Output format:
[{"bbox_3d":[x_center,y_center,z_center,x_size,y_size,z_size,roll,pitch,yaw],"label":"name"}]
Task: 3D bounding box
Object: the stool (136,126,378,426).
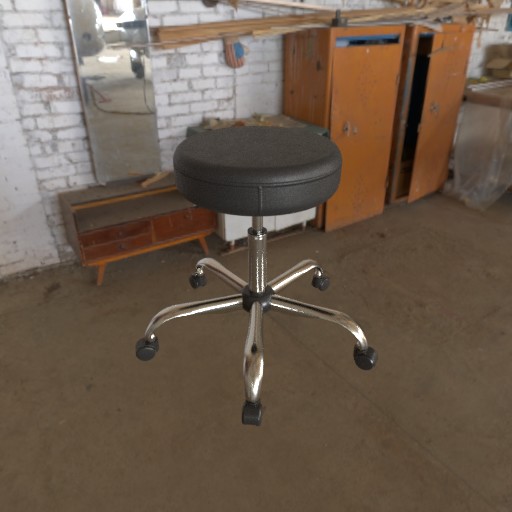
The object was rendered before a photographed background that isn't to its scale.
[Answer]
[{"bbox_3d":[0.000,0.000,1.166,0.673,0.576,0.638,1,29,2],"label":"stool"}]
